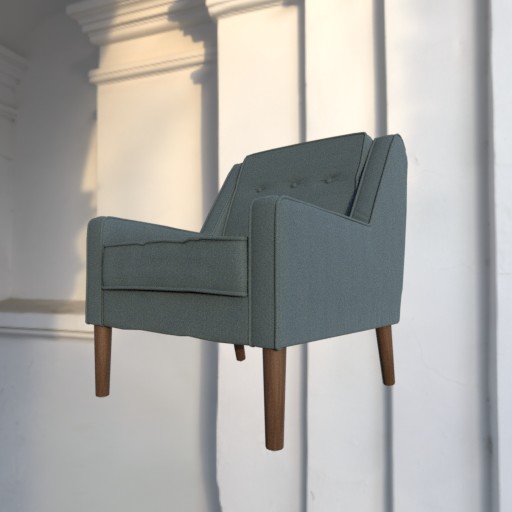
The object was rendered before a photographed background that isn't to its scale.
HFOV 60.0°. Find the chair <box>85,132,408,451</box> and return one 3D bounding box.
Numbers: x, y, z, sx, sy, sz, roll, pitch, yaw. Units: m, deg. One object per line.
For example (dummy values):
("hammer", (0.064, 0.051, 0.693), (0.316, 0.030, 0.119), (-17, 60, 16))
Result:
("chair", (0.000, 0.000, 1.305), (0.663, 0.780, 0.733), (-1, -2, 38))
